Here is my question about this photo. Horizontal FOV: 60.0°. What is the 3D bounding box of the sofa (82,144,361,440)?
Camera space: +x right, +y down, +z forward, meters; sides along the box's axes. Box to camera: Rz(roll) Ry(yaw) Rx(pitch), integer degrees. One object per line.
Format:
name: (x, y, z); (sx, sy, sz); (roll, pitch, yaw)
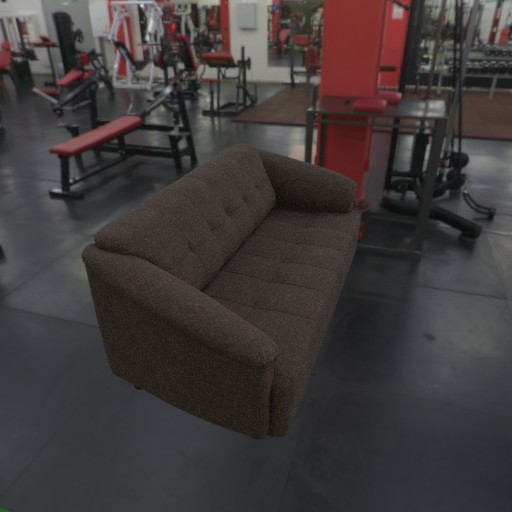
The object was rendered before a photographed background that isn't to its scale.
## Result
sofa: (0.000, 0.000, 2.333); (0.887, 0.790, 1.849); (10, 30, 18)
